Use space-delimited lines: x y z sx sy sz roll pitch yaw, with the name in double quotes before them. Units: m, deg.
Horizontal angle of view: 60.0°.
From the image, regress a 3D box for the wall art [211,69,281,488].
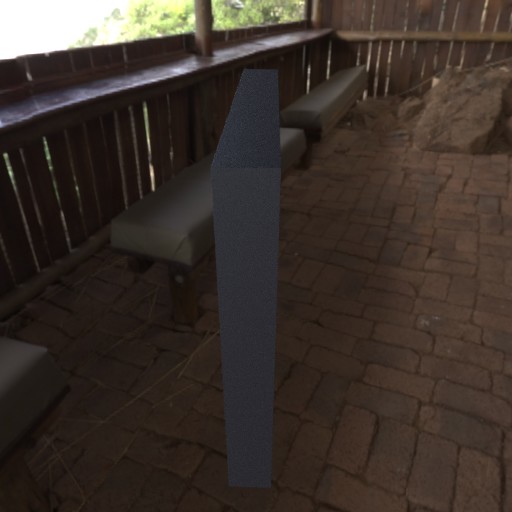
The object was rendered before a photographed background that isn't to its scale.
"wall art" 0.000 0.000 0.450 0.038 0.304 0.304 1 32 2
